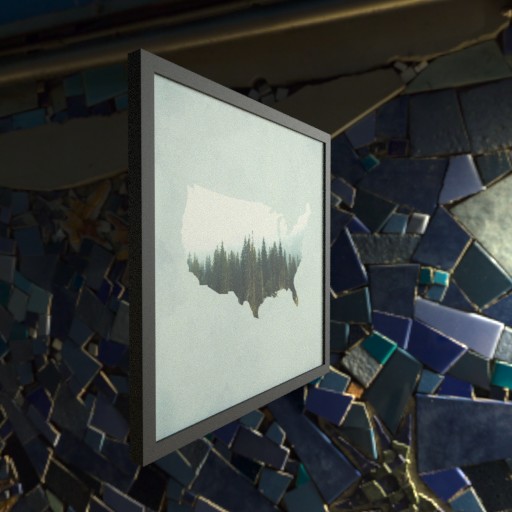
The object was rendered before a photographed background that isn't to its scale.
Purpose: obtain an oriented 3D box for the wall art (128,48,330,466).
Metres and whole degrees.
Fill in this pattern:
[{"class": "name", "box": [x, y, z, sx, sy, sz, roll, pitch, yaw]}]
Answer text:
[{"class": "wall art", "box": [0.000, 0.000, 1.128, 0.038, 0.763, 0.763, 1, 1, 36]}]
